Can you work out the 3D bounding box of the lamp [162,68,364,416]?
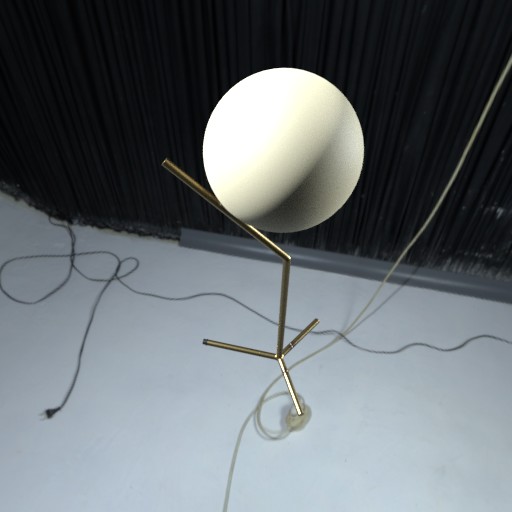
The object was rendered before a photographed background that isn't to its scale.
[{"bbox_3d":[0.000,0.000,0.661,0.251,0.552,0.210,10,47,9],"label":"lamp"}]
